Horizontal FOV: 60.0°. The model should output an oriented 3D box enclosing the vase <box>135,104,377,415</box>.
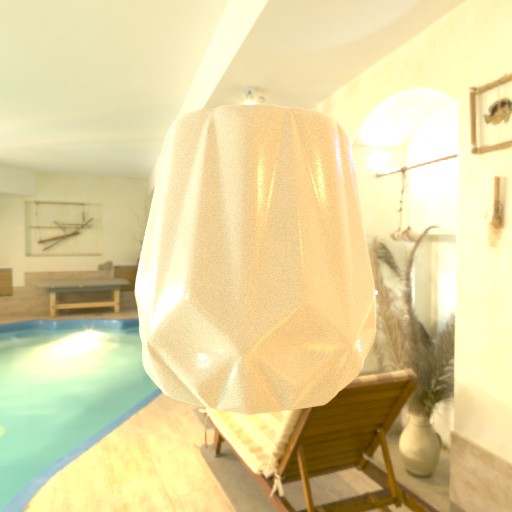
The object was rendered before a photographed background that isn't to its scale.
[{"bbox_3d":[0.000,0.000,0.266,0.141,0.152,0.141,0,2,0],"label":"vase"}]
